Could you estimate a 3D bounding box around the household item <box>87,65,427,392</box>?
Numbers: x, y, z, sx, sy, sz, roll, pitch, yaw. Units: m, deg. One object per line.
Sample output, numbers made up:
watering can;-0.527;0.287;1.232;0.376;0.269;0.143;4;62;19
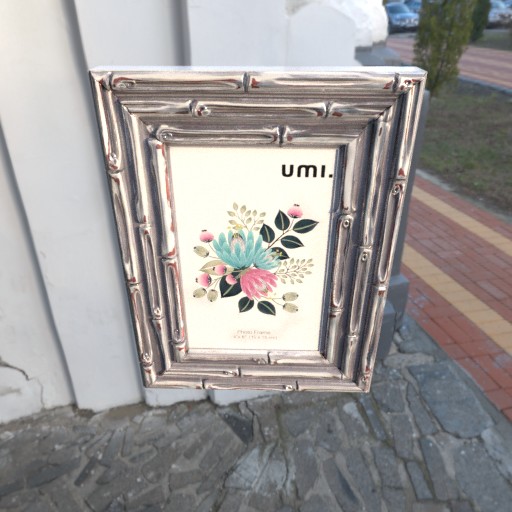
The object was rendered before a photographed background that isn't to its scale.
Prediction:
household item;0.000;0.000;0.275;0.165;0.216;0.025;1;30;1
